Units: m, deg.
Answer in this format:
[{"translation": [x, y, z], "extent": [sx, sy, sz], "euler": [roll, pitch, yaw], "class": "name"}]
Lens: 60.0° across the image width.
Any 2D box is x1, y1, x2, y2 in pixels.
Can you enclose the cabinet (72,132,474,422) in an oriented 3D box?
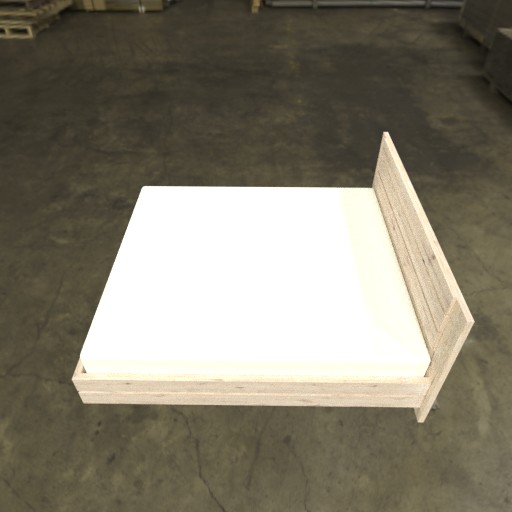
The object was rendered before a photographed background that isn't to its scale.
[{"translation": [0.000, 0.000, 3.132], "extent": [2.080, 0.970, 1.950], "euler": [1, 42, 1], "class": "cabinet"}]
